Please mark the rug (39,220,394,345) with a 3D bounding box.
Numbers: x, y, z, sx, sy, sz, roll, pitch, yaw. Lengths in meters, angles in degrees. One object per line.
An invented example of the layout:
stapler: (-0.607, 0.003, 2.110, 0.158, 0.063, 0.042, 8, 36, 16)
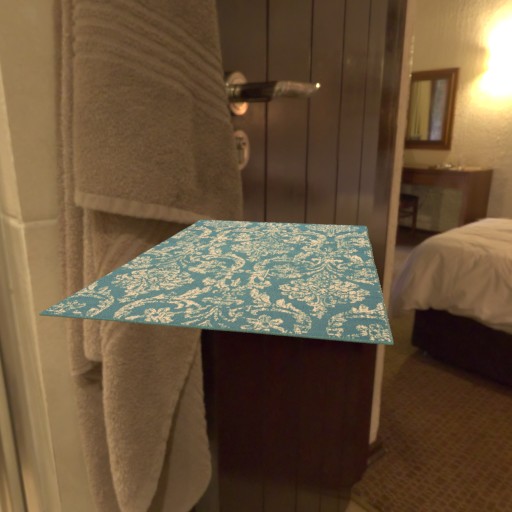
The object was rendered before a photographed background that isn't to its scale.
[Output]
rug: (0.000, 0.000, 2.326, 1.211, 0.012, 1.833, 3, 15, 11)
